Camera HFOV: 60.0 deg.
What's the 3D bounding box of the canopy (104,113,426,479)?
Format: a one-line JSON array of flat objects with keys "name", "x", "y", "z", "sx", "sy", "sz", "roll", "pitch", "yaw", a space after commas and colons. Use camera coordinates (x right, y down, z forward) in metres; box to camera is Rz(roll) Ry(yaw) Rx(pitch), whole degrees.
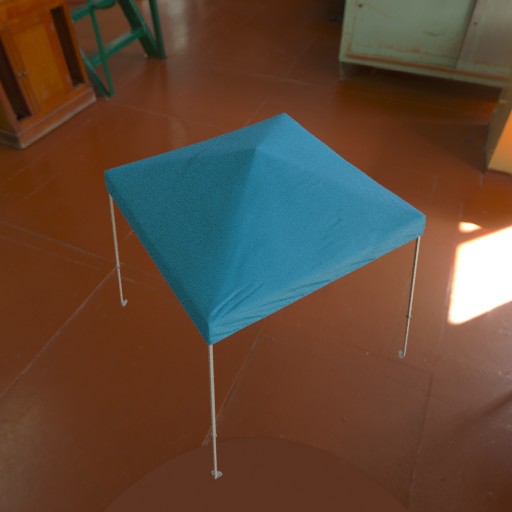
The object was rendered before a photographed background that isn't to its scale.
[{"name": "canopy", "x": 0.000, "y": 0.000, "z": 5.108, "sx": 2.849, "sy": 2.849, "sz": 2.848, "roll": -25, "pitch": 51, "yaw": -22}]
